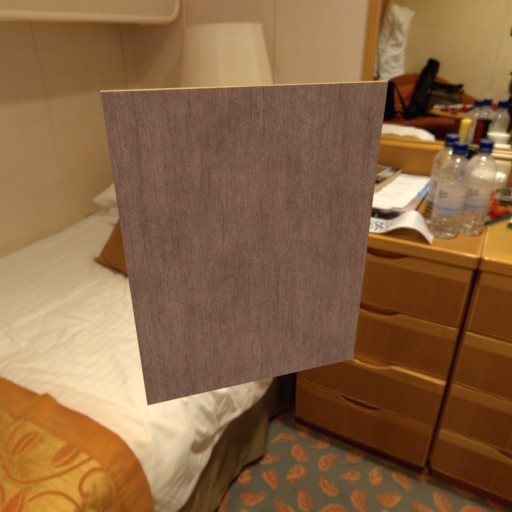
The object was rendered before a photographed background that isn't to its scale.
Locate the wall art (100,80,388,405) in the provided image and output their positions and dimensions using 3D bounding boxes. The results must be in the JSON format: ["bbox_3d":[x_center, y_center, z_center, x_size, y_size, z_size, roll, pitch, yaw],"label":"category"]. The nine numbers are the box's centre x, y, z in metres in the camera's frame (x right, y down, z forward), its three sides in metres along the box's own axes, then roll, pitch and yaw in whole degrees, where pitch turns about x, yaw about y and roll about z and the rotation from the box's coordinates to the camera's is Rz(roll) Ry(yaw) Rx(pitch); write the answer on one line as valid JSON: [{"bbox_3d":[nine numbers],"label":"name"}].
[{"bbox_3d":[0.000,0.000,0.951,0.534,0.686,0.018,-8,28,-16],"label":"wall art"}]
